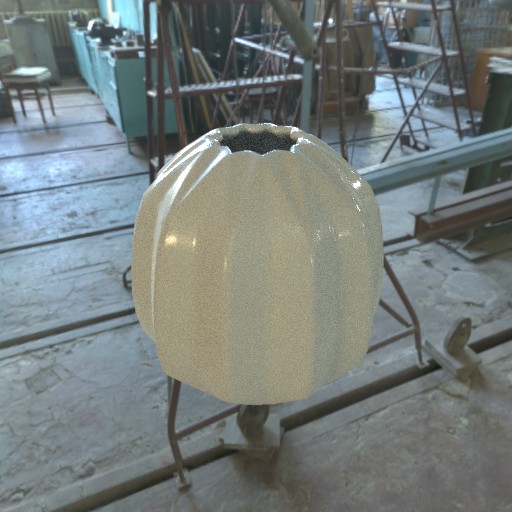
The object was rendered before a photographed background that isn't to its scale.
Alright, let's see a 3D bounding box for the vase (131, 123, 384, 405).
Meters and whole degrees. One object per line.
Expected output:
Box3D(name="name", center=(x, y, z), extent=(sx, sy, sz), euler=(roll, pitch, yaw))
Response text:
Box3D(name="vase", center=(0.000, 0.000, 0.247), extent=(0.139, 0.134, 0.139), euler=(0, 32, 0))
